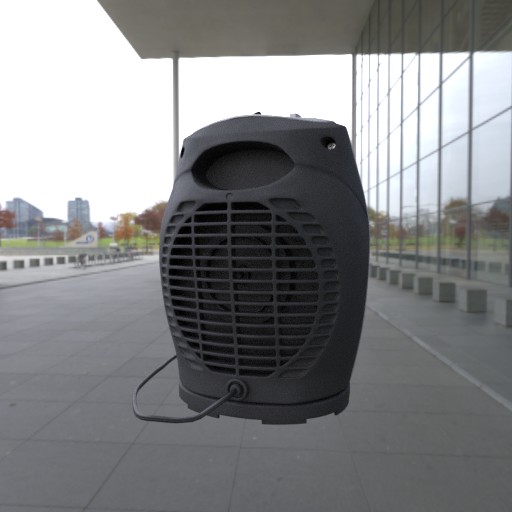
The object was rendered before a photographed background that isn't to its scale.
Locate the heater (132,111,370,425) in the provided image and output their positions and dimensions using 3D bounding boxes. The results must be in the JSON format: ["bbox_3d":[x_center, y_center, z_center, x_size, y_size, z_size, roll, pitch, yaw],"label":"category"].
[{"bbox_3d":[0.000,0.000,0.466,0.239,0.255,0.291,1,2,18],"label":"heater"}]
